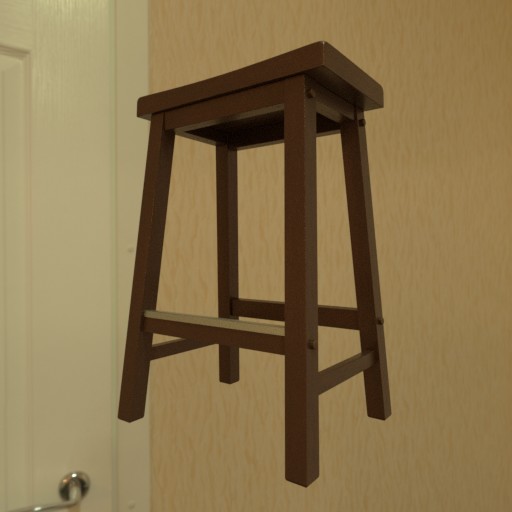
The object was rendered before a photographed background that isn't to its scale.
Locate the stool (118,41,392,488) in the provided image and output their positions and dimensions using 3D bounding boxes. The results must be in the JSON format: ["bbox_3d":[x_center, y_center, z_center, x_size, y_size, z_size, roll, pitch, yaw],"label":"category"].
[{"bbox_3d":[0.000,0.000,0.832,0.406,0.610,0.322,1,1,36],"label":"stool"}]
